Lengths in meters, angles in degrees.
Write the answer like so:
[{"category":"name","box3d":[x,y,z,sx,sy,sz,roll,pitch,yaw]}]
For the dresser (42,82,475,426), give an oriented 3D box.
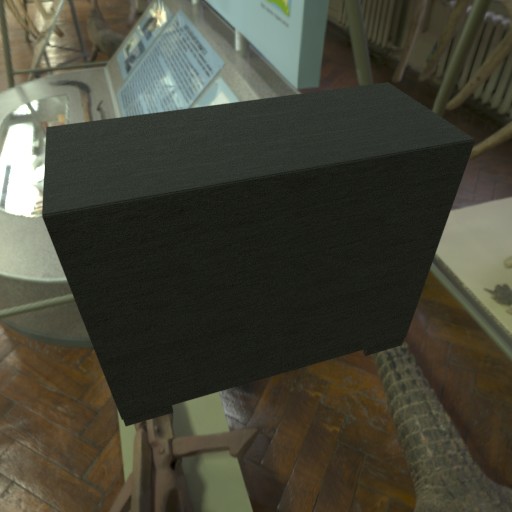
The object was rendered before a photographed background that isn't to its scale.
[{"category":"dresser","box3d":[0.000,0.000,1.374,0.994,0.816,0.404,-12,43,-14]}]
